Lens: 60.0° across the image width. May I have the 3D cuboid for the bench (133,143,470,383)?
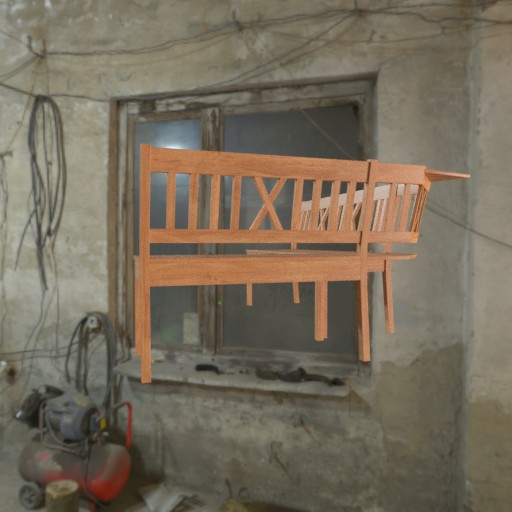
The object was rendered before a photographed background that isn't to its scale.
[{"bbox_3d":[0.000,0.000,2.791,1.537,0.902,1.937,-1,2,-19],"label":"bench"}]
